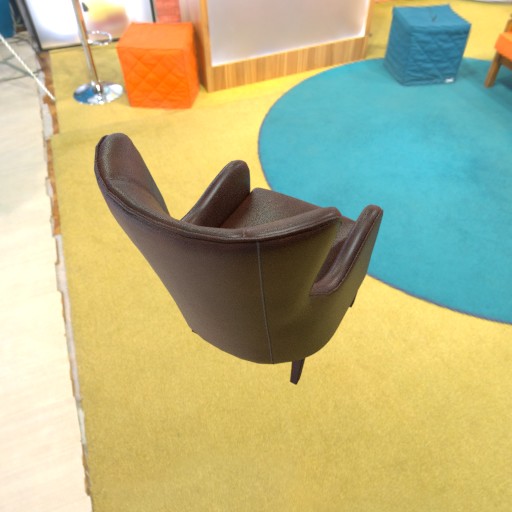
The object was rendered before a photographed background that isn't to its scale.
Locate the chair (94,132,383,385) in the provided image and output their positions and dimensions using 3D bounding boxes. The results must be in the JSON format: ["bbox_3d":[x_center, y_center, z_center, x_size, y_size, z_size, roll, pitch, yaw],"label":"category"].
[{"bbox_3d":[0.000,0.000,1.607,0.692,1.048,0.914,23,50,20],"label":"chair"}]
